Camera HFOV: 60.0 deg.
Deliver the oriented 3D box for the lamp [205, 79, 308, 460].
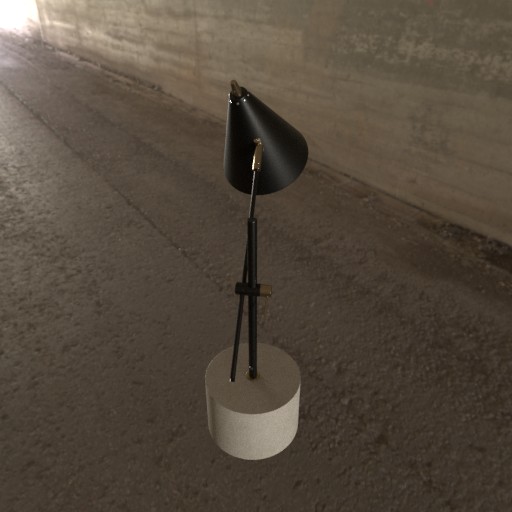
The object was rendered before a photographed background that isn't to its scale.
[{"bbox_3d":[0.000,0.000,0.716,0.214,0.518,0.403,10,33,16],"label":"lamp"}]
